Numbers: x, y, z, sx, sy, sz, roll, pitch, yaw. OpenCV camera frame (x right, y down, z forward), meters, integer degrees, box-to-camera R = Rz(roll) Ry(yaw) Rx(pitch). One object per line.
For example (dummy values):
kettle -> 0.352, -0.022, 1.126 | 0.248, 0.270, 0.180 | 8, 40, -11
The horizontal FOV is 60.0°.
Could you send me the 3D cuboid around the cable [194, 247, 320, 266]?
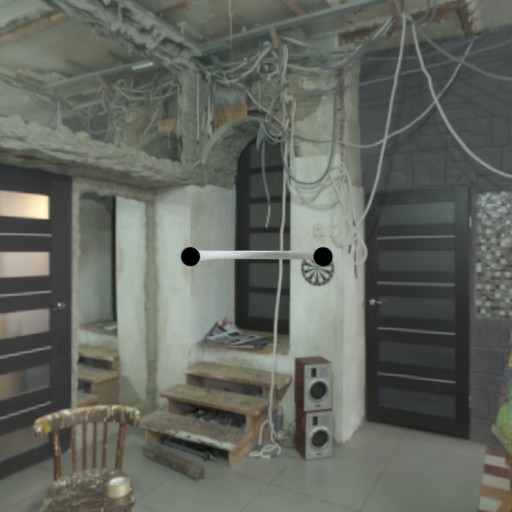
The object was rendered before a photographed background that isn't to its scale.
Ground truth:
cable -> 0.000, 0.000, 0.115 | 0.040, 0.006, 0.098 | 0, 1, 0
